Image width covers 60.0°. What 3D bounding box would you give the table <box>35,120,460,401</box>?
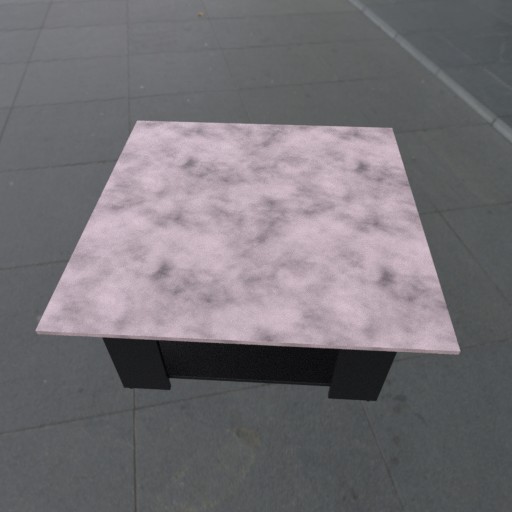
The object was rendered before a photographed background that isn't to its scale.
[{"bbox_3d":[0.000,0.000,1.038,0.670,0.305,0.670,2,46,2],"label":"table"}]
